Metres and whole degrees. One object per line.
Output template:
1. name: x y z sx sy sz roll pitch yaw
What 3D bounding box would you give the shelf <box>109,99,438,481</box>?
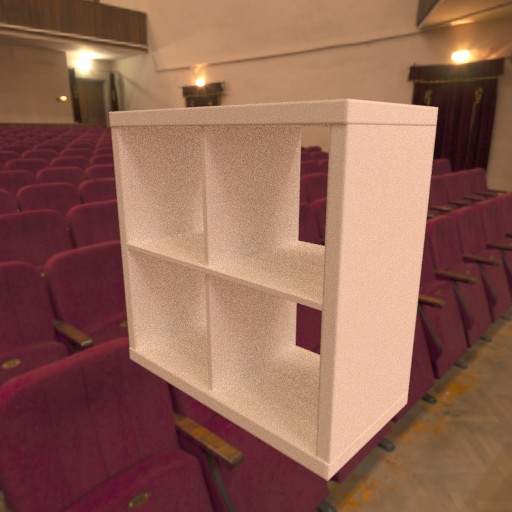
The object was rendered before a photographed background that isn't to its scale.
1. shelf: 0.000 0.000 1.254 0.790 0.786 0.390 14 21 41
